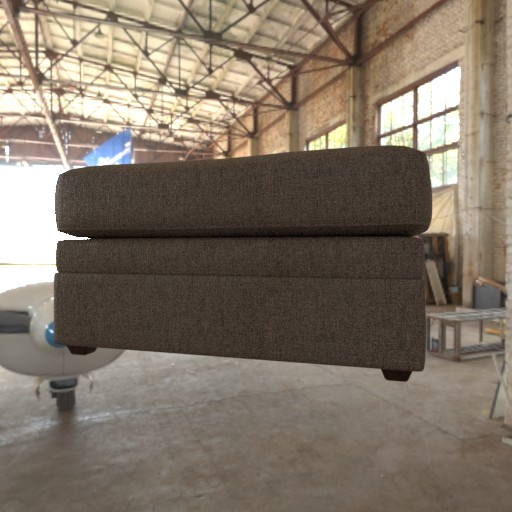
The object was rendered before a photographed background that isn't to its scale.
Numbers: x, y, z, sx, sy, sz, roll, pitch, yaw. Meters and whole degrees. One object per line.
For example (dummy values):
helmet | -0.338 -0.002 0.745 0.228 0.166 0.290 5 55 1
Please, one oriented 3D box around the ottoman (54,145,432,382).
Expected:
ottoman | 0.000 0.000 1.232 0.885 0.478 0.637 0 1 17
